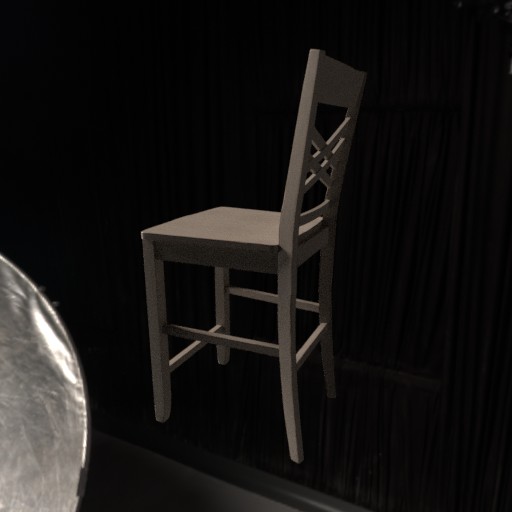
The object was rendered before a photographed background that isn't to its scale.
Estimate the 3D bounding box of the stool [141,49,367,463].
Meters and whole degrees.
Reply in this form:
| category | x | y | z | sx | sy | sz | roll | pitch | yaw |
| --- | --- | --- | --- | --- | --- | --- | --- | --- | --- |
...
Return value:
| category | x | y | z | sx | sy | sz | roll | pitch | yaw |
| --- | --- | --- | --- | --- | --- | --- | --- | --- | --- |
| stool | 0.000 | 0.000 | 1.368 | 0.539 | 1.079 | 0.462 | 8 | 18 | 24 |
